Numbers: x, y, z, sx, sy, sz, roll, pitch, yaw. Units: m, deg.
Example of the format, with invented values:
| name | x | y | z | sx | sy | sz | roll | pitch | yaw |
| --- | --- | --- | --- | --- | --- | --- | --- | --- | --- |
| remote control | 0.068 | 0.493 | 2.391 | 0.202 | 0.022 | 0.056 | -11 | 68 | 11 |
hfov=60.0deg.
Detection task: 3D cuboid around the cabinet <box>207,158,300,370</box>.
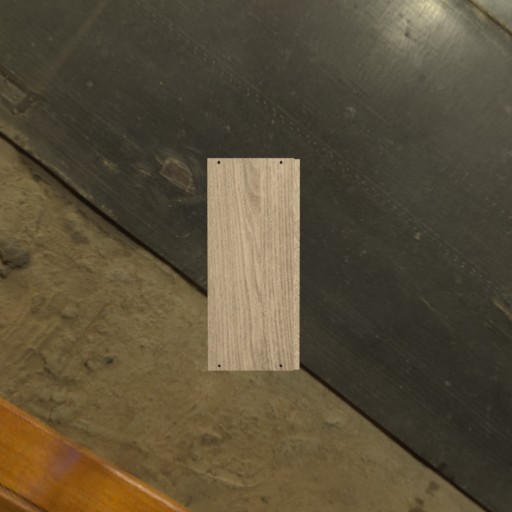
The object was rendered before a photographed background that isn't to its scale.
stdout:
| name | x | y | z | sx | sy | sz | roll | pitch | yaw |
| --- | --- | --- | --- | --- | --- | --- | --- | --- | --- |
| cabinet | 0.000 | 0.000 | 1.938 | 0.230 | 1.790 | 0.500 | 0 | 91 | 0 |
